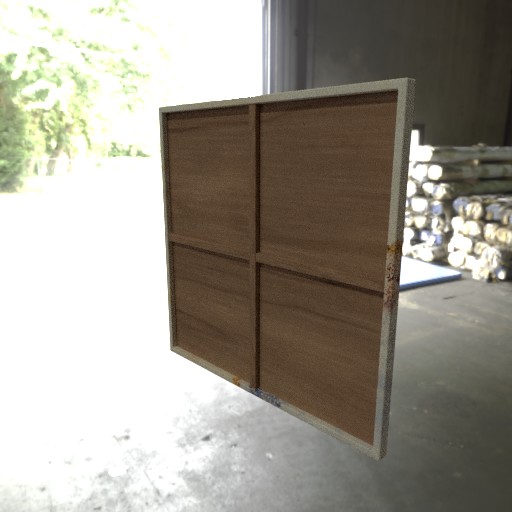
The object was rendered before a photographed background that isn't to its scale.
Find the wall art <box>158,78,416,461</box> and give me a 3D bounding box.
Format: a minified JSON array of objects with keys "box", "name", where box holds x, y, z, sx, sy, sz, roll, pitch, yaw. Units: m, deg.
[{"box":[0.000,0.000,1.305,0.889,0.889,0.038,13,19,43],"name":"wall art"}]
